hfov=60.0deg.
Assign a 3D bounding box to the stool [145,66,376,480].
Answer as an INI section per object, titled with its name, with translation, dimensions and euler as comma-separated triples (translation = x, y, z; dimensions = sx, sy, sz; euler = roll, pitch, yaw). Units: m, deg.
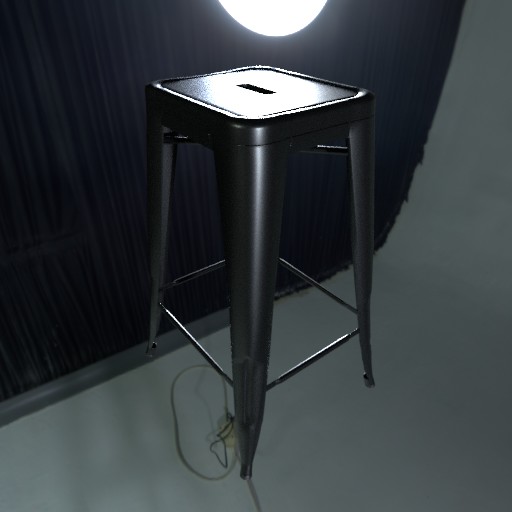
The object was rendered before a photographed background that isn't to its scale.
[stool]
translation = 0.000, 0.000, 0.836
dimensions = 0.359, 0.609, 0.399
euler = -23, 40, -31
